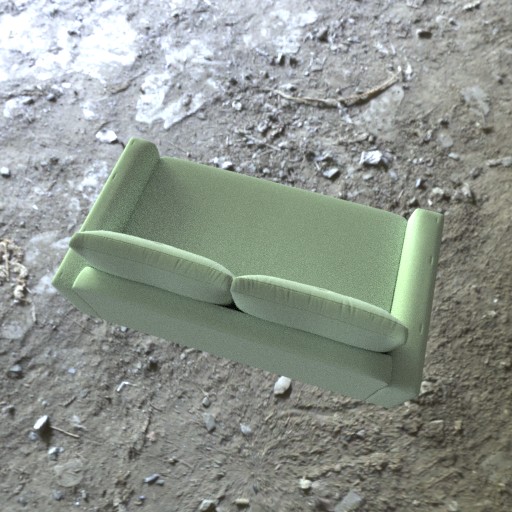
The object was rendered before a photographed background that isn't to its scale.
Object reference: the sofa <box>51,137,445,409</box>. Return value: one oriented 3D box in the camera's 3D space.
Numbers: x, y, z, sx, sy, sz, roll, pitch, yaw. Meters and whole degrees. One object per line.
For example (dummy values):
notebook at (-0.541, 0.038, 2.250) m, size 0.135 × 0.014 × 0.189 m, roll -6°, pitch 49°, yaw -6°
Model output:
sofa at (0.000, 0.000, 2.154) m, size 1.650 × 0.790 × 0.920 m, roll 16°, pitch 65°, yaw 7°
